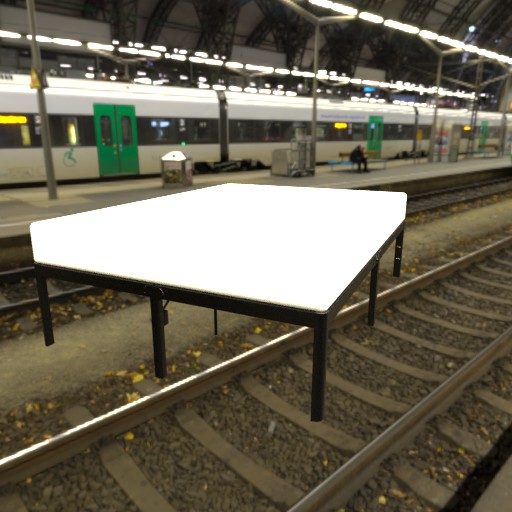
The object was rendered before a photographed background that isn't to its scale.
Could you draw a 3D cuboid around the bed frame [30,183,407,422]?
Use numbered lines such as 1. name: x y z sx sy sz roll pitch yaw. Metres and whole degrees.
1. bed frame: 0.000 0.000 2.843 1.557 0.659 2.072 7 17 25
